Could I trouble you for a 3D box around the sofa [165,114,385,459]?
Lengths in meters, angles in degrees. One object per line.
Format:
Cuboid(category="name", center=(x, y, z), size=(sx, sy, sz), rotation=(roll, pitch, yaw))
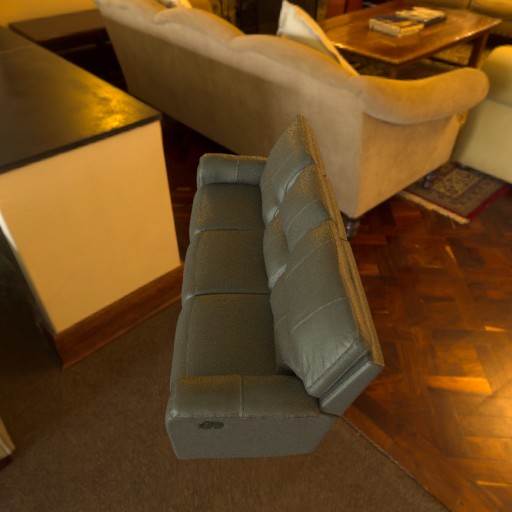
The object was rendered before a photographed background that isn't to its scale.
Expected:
Cuboid(category="sofa", center=(0.000, 0.000, 3.214), size=(1.104, 1.134, 2.627), rotation=(-1, 41, -1))
